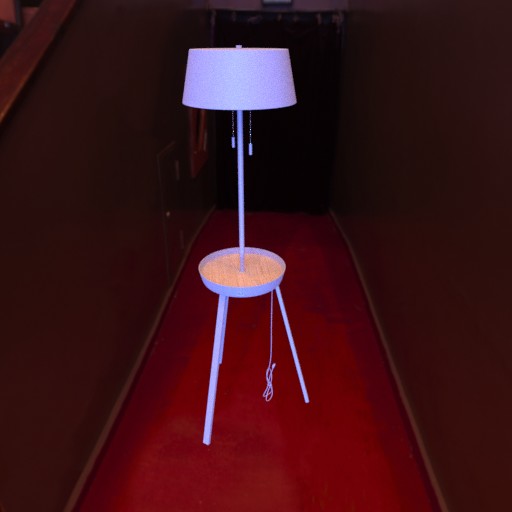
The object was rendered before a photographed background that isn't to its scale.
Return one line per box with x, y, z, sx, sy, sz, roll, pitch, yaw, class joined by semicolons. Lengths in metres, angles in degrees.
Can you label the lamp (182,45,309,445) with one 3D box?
0.000;0.000;1.666;0.468;1.429;0.508;0;26;1;lamp
